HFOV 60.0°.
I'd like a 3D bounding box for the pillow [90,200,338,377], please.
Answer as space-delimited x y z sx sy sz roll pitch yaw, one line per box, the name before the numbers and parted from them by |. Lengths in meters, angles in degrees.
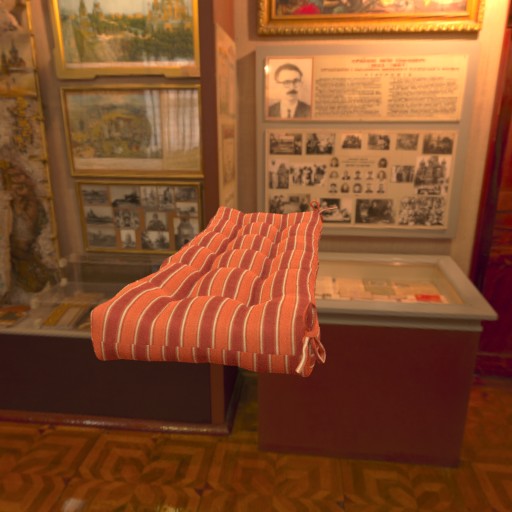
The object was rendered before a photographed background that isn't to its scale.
pillow | 0.000 0.000 1.344 0.511 0.174 1.194 2 17 8
